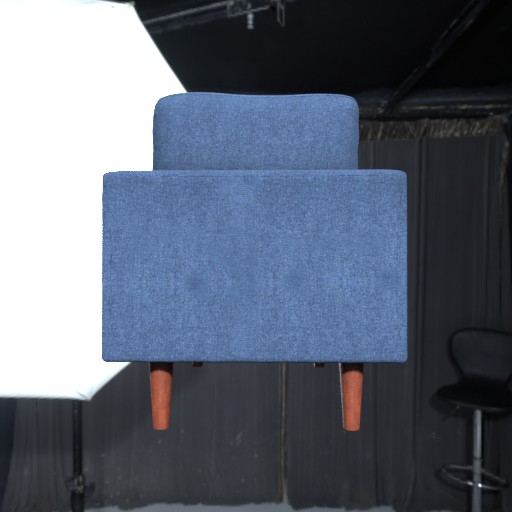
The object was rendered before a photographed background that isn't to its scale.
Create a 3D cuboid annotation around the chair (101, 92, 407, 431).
[{"bbox_3d":[0.000,0.000,1.611,0.858,0.957,0.899,0,0,1],"label":"chair"}]
